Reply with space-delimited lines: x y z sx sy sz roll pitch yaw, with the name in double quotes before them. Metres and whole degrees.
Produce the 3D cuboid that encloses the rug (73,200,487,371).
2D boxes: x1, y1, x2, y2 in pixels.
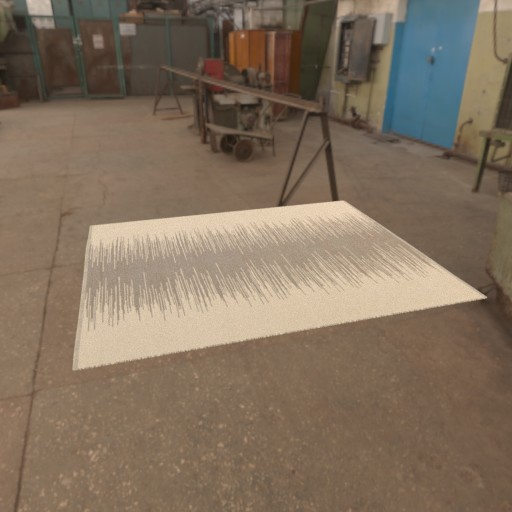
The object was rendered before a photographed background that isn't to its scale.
"rug" 0.000 0.000 4.107 3.037 0.010 2.453 -7 27 -15
